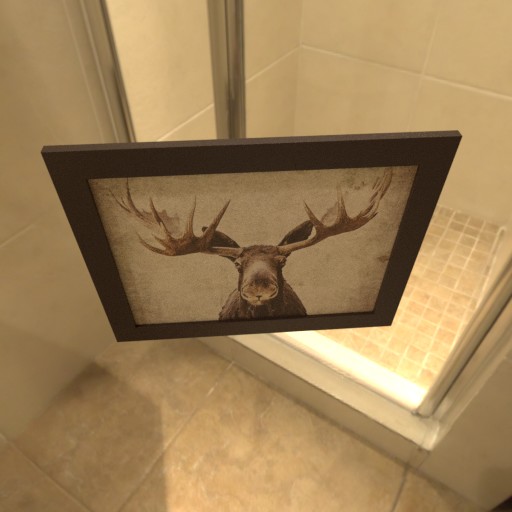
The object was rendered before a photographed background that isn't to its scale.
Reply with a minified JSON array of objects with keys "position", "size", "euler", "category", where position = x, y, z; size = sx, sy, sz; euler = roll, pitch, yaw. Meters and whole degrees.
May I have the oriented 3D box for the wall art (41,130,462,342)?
[{"position":[0.000,0.000,1.617],"size":[1.207,0.952,0.034],"euler":[-3,46,-3],"category":"wall art"}]
